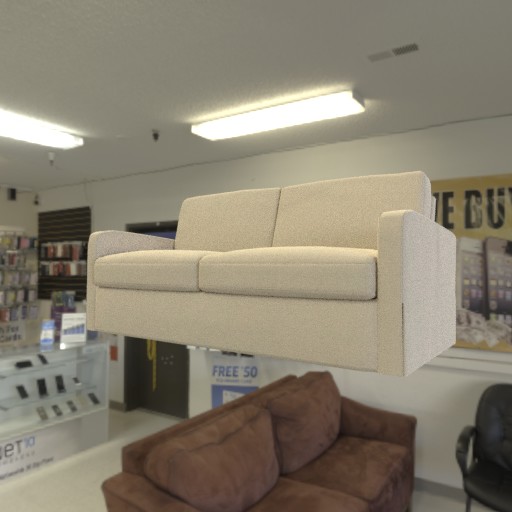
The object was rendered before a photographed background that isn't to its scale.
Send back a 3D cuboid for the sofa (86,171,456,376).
[{"bbox_3d":[0.000,0.000,2.330,1.808,0.831,0.894,-1,-1,36],"label":"sofa"}]
